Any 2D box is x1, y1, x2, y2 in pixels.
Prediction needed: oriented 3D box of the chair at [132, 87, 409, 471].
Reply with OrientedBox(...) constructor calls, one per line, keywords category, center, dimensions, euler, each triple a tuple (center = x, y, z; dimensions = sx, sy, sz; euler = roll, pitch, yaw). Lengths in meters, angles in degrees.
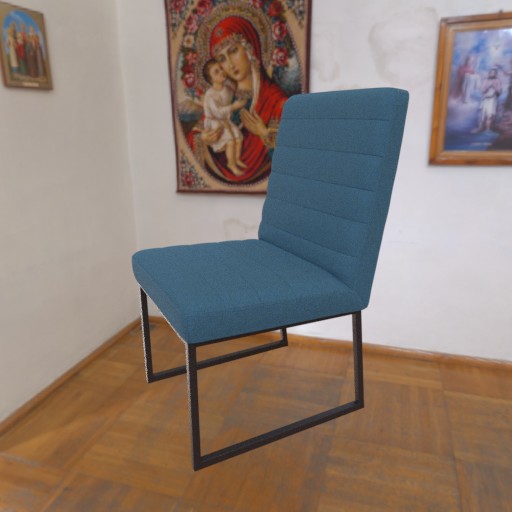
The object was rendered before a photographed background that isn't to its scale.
OrientedBox(category="chair", center=(0.000, 0.000, 1.311), dimensions=(0.634, 0.930, 0.520), euler=(-9, 19, -27))
